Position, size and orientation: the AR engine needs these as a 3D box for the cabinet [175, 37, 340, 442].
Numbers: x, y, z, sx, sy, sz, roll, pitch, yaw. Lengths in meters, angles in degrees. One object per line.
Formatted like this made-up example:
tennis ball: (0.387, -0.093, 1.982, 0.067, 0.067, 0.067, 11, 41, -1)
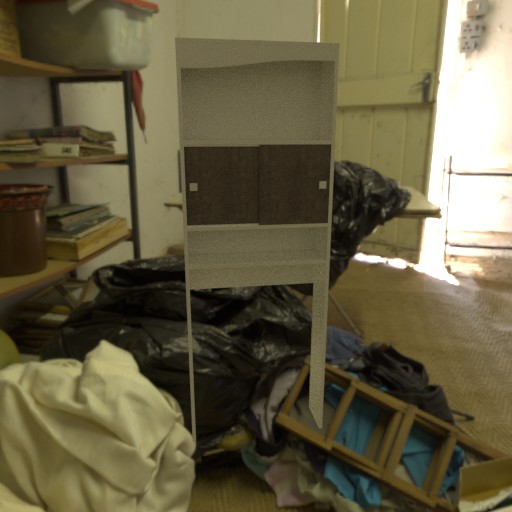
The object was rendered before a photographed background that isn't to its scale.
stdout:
cabinet: (0.000, 0.000, 2.024, 0.643, 1.770, 0.192, -2, 15, -9)
